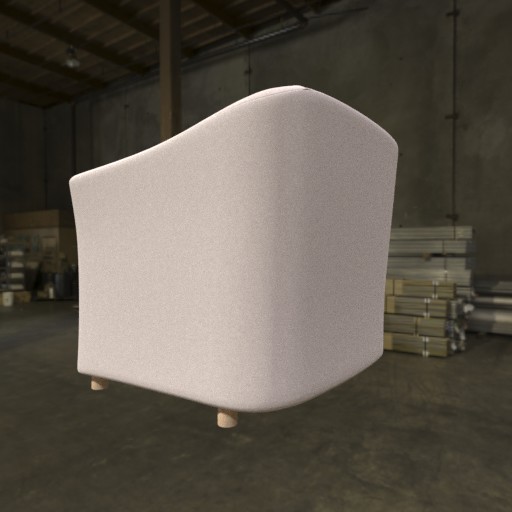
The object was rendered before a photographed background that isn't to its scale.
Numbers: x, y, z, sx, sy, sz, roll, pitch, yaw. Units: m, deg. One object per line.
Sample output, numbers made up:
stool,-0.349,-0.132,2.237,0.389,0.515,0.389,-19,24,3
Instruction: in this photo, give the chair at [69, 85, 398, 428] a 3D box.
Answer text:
chair,0.000,0.000,1.320,0.700,0.720,0.790,1,1,35
